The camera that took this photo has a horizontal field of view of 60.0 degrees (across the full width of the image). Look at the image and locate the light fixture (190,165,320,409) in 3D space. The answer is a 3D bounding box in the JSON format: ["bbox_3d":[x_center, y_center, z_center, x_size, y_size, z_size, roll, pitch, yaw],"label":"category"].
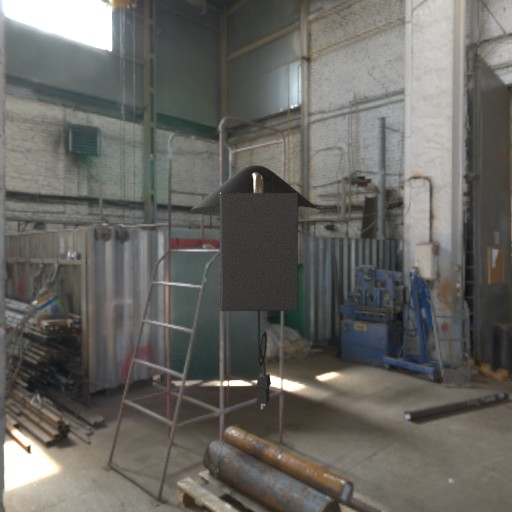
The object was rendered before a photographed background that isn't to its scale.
[{"bbox_3d":[0.000,0.000,0.686,0.240,0.312,0.516,0,0,-1],"label":"light fixture"}]
